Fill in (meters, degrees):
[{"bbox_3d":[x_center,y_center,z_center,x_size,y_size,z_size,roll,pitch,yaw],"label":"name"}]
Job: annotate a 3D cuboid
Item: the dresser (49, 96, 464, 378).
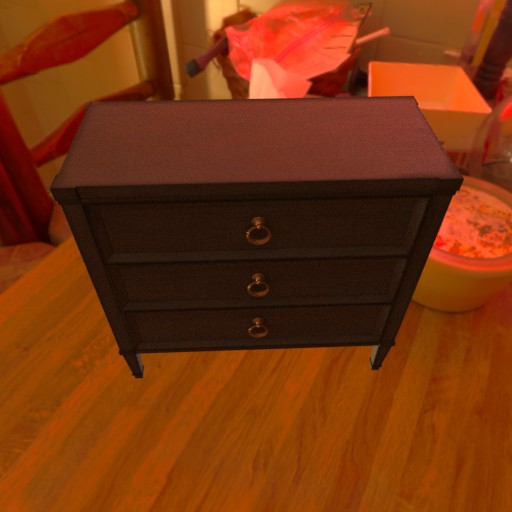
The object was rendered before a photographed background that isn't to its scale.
[{"bbox_3d":[0.000,0.000,1.627,1.049,0.986,0.463,-2,46,-2],"label":"dresser"}]
